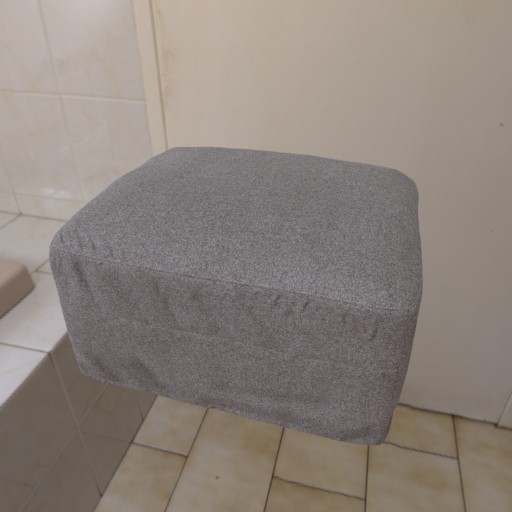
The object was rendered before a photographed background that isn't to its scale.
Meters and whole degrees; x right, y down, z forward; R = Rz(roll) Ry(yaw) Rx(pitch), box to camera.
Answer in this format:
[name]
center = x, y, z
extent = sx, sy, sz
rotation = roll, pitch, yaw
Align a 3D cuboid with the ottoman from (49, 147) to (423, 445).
[ottoman]
center = 0.000, 0.000, 1.211
extent = 0.837, 0.481, 0.683
rotation = 9, 34, 14
